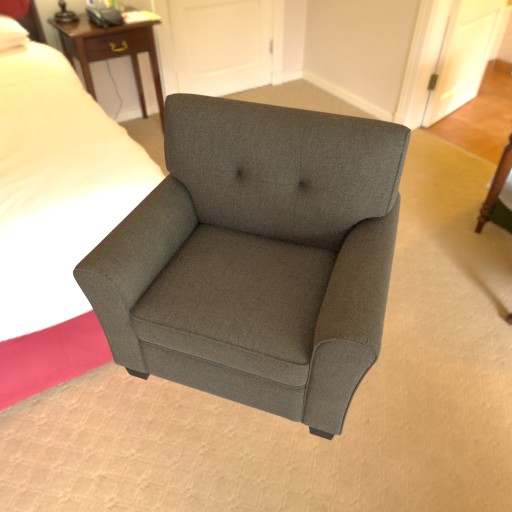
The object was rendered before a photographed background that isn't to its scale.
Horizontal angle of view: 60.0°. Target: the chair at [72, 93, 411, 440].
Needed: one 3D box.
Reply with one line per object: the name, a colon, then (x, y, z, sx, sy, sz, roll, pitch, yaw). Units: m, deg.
chair: (0.000, 0.000, 1.596, 0.941, 0.890, 0.816, 13, 43, 14)
